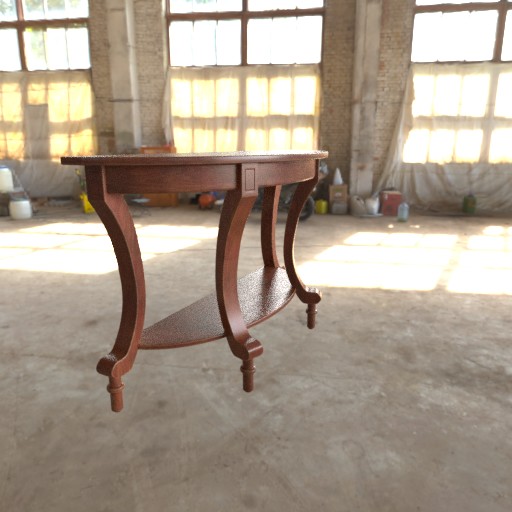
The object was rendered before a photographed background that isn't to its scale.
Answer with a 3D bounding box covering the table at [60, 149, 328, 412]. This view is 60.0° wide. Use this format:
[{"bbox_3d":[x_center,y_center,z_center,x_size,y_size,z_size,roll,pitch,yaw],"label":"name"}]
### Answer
[{"bbox_3d":[0.000,0.000,1.536,0.394,0.699,1.198,7,16,27],"label":"table"}]
